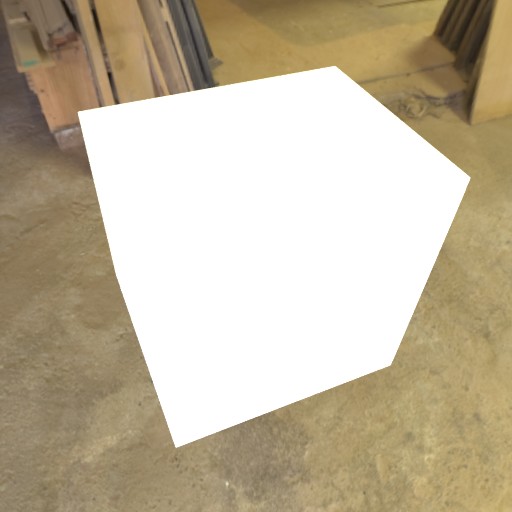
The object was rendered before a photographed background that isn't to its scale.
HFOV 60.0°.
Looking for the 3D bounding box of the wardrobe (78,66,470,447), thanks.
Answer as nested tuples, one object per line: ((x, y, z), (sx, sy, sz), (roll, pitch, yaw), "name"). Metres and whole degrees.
((0.000, 0.000, 0.883), (0.500, 0.520, 0.400), (-16, 48, -15), "wardrobe")
